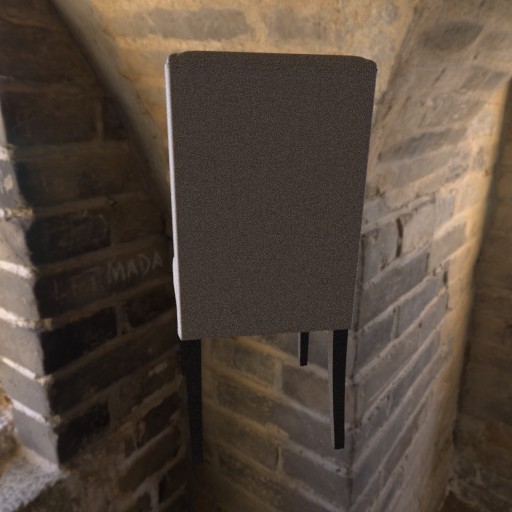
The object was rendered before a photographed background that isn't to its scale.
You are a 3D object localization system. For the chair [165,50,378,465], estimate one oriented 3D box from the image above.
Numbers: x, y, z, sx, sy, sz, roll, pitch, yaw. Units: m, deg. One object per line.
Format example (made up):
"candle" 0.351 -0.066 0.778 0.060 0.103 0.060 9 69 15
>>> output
"chair" 0.000 0.000 1.238 0.474 0.961 0.523 -2 15 -9
